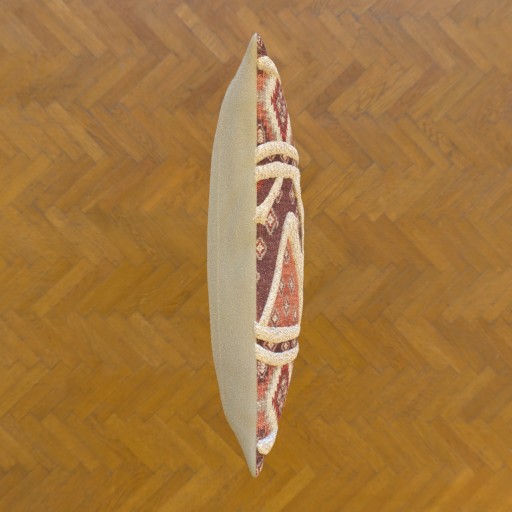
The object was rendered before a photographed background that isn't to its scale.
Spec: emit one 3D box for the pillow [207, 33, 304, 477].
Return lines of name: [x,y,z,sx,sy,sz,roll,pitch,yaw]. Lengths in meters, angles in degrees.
pillow: [0.000,0.000,0.742,0.161,0.295,0.608,0,90,-2]
